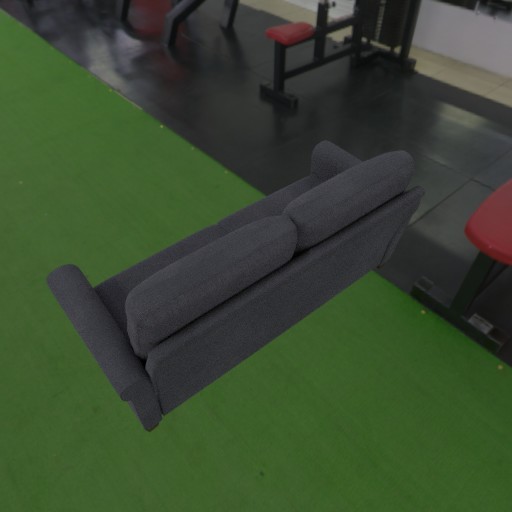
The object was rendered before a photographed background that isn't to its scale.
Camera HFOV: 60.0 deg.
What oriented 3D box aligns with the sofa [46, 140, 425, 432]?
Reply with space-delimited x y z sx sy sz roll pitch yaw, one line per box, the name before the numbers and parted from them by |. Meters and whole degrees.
sofa | 0.000 0.000 2.417 1.935 0.942 0.842 -30 53 -26
